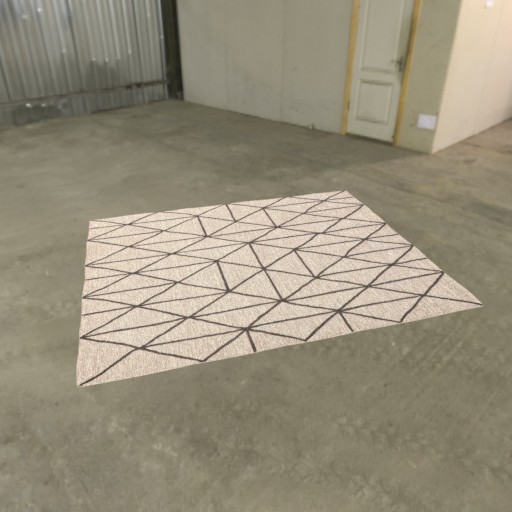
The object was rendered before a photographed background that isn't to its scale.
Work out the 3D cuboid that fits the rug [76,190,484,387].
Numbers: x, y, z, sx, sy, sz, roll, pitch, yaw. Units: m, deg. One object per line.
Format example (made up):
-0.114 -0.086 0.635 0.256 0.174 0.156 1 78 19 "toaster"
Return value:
0.000 0.000 4.138 3.061 0.022 2.468 -8 32 -14 "rug"
